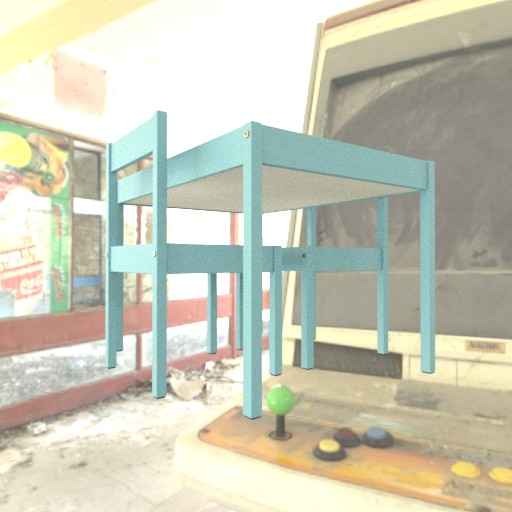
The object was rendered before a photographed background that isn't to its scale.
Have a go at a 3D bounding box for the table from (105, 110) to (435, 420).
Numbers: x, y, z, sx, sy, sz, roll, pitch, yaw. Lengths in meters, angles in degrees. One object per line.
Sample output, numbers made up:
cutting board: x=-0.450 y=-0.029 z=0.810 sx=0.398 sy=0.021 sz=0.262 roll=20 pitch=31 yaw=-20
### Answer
table: x=0.000 y=0.000 z=1.067 sx=0.633 sy=0.503 sz=0.639 roll=0 pitch=-1 yaw=-36
